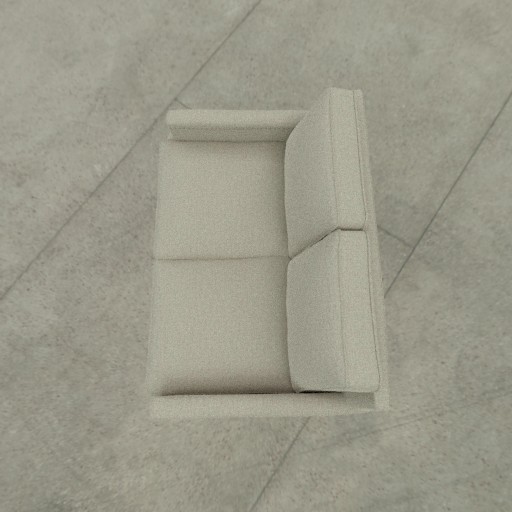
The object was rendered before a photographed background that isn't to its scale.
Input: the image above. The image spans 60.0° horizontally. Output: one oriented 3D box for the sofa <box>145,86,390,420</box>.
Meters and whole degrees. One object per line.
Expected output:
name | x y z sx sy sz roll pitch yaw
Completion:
sofa | 0.000 0.000 2.303 1.084 1.003 1.597 0 74 0
